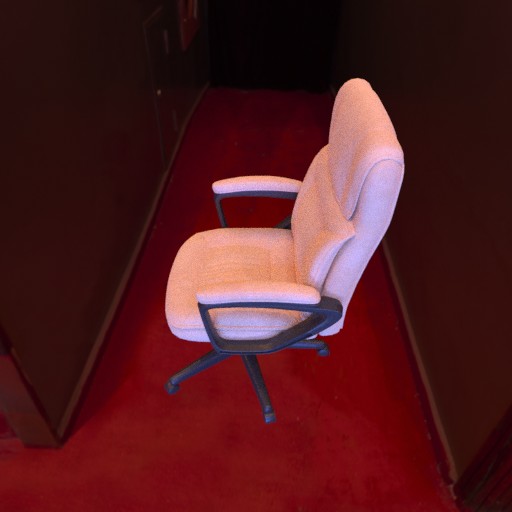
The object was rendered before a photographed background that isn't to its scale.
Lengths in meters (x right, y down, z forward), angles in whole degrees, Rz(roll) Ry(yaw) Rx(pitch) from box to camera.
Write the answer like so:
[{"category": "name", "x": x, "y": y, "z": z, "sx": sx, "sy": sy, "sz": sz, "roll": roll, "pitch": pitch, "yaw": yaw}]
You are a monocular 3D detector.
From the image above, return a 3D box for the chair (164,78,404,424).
[{"category": "chair", "x": 0.000, "y": 0.000, "z": 1.543, "sx": 0.724, "sy": 1.105, "sz": 0.667, "roll": 0, "pitch": 41, "yaw": 0}]
